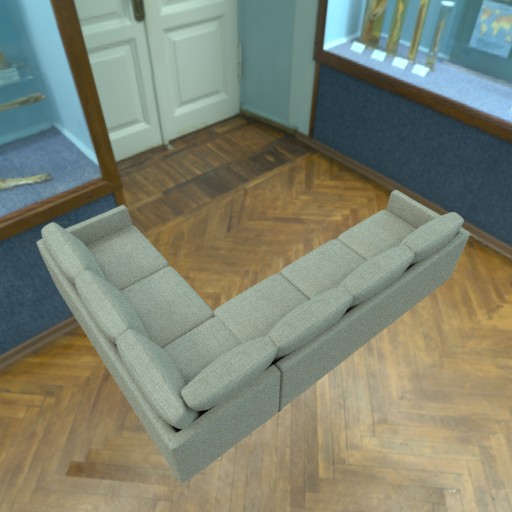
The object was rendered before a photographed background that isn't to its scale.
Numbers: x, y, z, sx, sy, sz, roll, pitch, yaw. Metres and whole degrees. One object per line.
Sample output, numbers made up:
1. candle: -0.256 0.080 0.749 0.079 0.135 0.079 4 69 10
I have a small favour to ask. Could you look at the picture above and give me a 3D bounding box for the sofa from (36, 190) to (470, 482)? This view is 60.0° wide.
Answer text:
1. sofa: 0.000 0.000 4.347 3.333 0.934 2.522 -29 51 -26
